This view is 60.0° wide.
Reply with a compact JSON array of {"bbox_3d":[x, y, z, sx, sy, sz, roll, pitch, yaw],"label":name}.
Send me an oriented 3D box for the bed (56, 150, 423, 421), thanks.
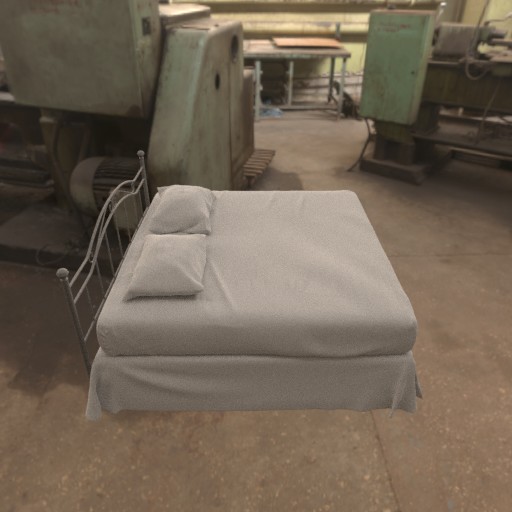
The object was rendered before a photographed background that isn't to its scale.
[{"bbox_3d":[0.000,0.000,3.538,2.220,1.080,2.309,0,32,0],"label":"bed"}]
